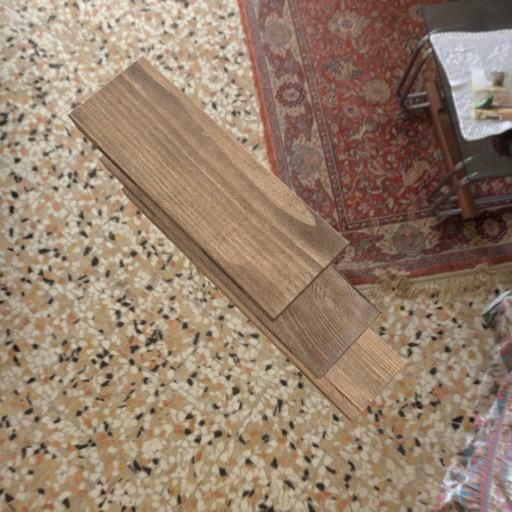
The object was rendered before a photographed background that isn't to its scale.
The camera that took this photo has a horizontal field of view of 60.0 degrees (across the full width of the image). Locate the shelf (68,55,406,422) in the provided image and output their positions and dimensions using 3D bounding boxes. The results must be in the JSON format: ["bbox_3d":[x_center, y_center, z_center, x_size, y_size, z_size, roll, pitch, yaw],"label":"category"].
[{"bbox_3d":[0.000,0.000,0.720,0.610,0.293,0.140,44,79,11],"label":"shelf"}]
